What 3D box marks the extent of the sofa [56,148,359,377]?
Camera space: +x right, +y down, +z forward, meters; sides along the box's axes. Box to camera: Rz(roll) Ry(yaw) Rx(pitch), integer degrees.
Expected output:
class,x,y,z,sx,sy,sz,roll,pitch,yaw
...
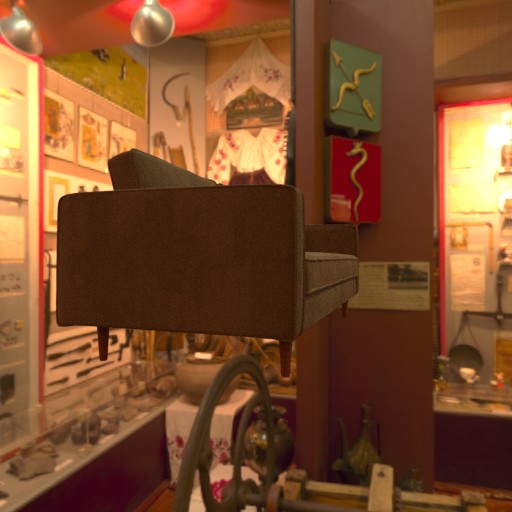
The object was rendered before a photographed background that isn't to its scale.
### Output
class,x,y,z,sx,sy,sz,roll,pitch,yaw
sofa,0.000,0.000,2.365,0.924,0.825,1.920,0,0,19
